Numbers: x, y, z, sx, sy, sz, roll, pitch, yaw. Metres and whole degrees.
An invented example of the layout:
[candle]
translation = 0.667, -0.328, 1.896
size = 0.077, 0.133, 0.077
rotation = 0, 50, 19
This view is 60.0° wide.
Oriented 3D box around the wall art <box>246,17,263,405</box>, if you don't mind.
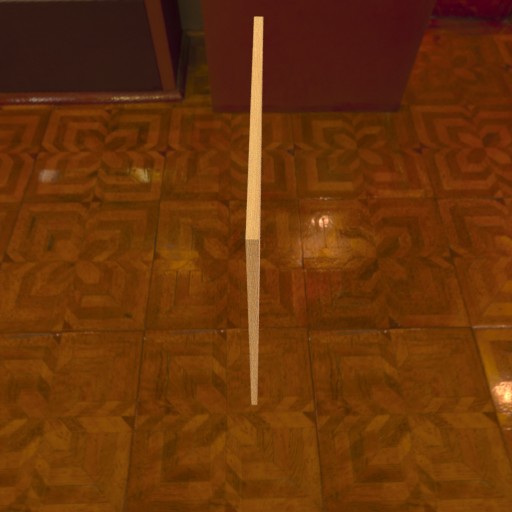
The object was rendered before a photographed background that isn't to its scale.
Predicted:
[wall art]
translation = 0.000, 0.000, 0.823
size = 0.013, 0.683, 0.381
rotation = 1, 59, 1
